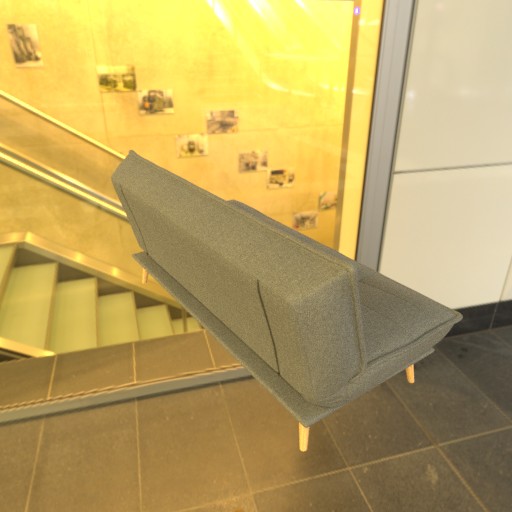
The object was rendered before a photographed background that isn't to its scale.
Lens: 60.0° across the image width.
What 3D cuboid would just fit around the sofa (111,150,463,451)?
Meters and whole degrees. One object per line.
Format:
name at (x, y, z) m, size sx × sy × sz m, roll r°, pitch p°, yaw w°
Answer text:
sofa at (0.000, 0.000, 2.442) m, size 0.950 × 0.890 × 1.940 m, roll -17°, pitch 31°, yaw -31°
